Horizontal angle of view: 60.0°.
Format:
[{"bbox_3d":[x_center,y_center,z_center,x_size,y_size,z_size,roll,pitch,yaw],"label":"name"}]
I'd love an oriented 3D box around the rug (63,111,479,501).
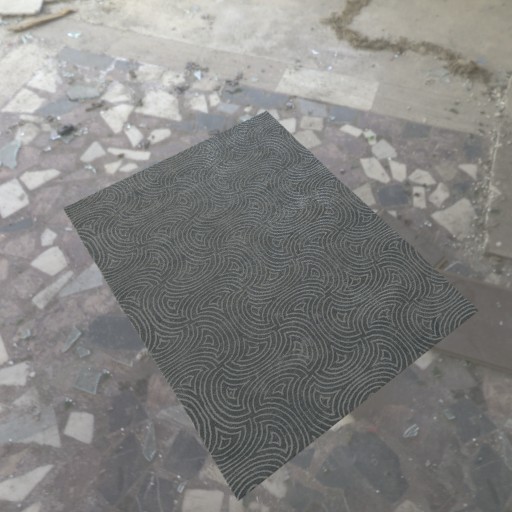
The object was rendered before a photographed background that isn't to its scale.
[{"bbox_3d":[0.000,0.000,4.013,2.456,0.021,3.042,-31,63,-18],"label":"rug"}]
